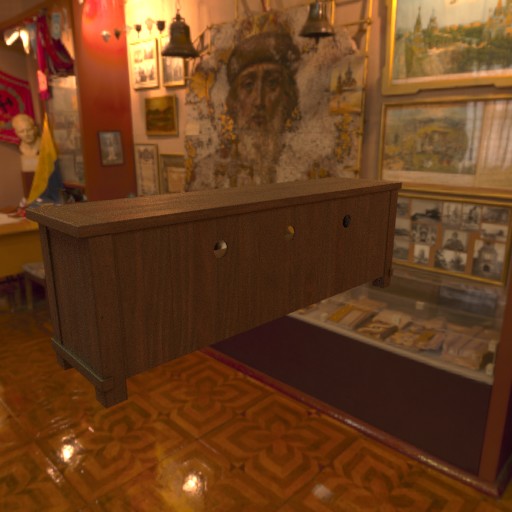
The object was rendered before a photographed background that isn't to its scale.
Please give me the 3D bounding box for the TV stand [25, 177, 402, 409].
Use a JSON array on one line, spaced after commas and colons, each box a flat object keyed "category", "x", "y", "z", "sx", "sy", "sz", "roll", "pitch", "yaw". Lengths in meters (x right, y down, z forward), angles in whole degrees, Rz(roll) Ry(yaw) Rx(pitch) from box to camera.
[{"category": "TV stand", "x": 0.000, "y": 0.000, "z": 2.137, "sx": 1.866, "sy": 0.615, "sz": 0.471, "roll": -14, "pitch": 21, "yaw": -42}]
